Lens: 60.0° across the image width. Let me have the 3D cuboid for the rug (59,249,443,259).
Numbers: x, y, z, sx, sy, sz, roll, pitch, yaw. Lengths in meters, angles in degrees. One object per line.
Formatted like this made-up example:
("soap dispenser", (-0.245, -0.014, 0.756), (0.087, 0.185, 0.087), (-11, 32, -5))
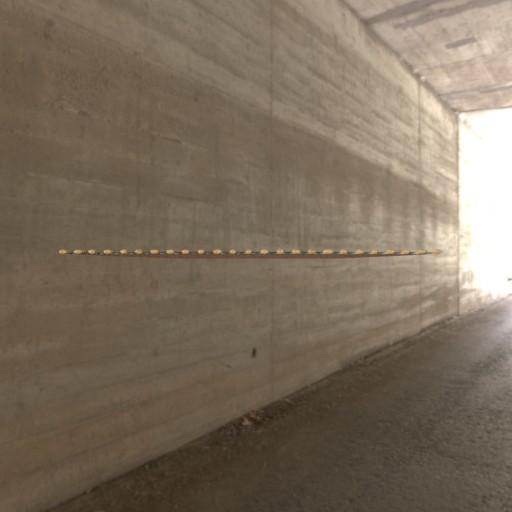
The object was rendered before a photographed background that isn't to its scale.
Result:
("rug", (0.000, 0.000, 2.988), (1.556, 0.022, 2.433), (0, -1, 1))
